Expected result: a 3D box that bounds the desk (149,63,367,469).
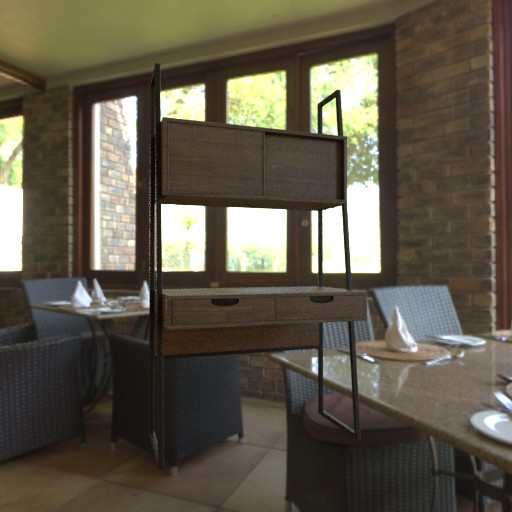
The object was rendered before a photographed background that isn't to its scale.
[{"bbox_3d":[0.000,0.000,2.195,0.982,1.809,0.515,0,-1,-19],"label":"desk"}]
